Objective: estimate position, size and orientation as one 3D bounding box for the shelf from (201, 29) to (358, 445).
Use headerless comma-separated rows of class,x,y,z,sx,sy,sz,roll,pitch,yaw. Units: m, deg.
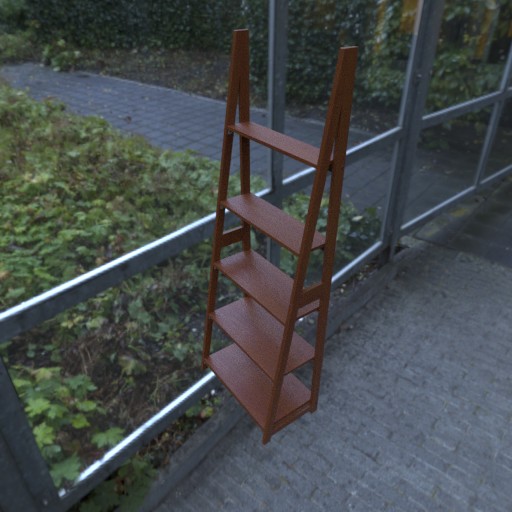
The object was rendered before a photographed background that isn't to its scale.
shelf,0.000,0.000,2.022,0.356,1.780,0.630,-22,39,-30
